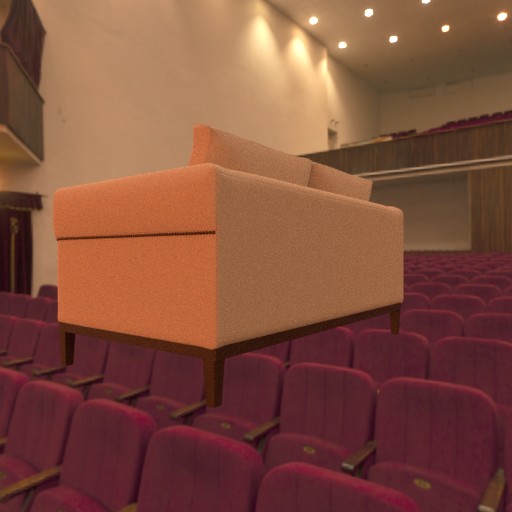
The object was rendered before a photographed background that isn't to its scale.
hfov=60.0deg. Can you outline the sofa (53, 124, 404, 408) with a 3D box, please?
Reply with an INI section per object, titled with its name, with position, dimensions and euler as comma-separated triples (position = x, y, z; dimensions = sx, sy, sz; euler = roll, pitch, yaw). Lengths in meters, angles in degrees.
[sofa]
position = 0.000, 0.000, 2.139
dimensions = 0.905, 0.873, 1.598
euler = 0, 0, 37
